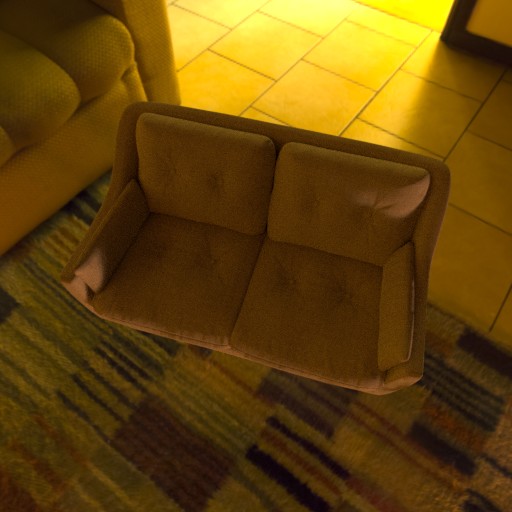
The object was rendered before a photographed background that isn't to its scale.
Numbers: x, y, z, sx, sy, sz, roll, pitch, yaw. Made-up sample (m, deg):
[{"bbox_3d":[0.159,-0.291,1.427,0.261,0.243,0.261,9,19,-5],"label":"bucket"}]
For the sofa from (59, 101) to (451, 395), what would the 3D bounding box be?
[{"bbox_3d":[0.000,0.000,2.210,1.652,0.888,0.965,14,60,8],"label":"sofa"}]
